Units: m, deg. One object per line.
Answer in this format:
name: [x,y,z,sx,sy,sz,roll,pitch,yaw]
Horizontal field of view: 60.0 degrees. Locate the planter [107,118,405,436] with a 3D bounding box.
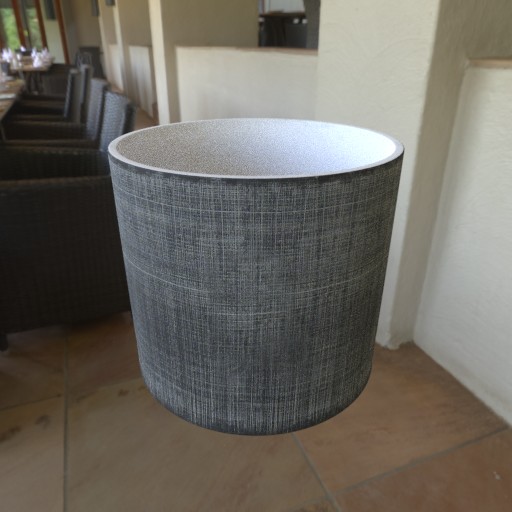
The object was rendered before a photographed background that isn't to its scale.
planter: [0.000,0.000,0.388,0.221,0.201,0.221,0,26,0]
